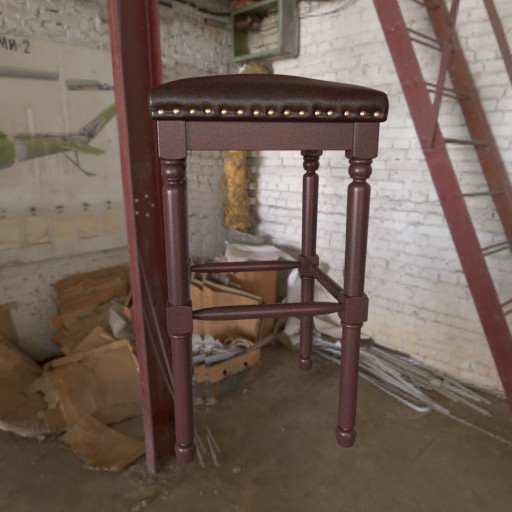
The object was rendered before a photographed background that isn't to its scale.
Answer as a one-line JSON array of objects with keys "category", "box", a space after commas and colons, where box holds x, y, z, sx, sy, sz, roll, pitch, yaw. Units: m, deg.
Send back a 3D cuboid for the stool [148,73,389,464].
[{"category": "stool", "box": [0.000, 0.000, 0.932, 0.382, 0.702, 0.383, -2, 14, -8]}]
